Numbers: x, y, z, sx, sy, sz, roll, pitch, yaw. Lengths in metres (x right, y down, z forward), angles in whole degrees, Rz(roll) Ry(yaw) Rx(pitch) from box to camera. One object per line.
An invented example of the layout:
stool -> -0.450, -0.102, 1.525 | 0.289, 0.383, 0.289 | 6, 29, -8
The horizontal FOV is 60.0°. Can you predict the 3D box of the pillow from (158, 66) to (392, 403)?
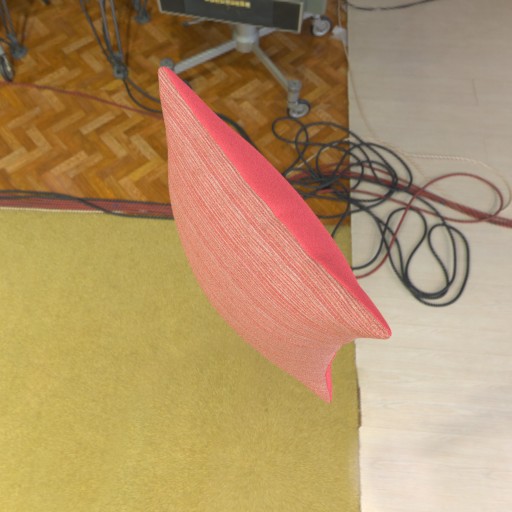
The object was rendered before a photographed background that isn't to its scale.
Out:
pillow -> 0.000, 0.000, 0.825 | 0.229, 0.501, 0.559 | -32, 69, -14
